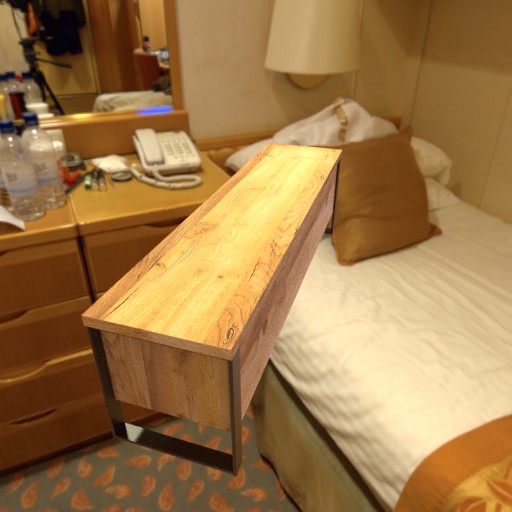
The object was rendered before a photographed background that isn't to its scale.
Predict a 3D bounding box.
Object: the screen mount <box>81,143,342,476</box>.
[{"bbox_3d":[0.000,0.000,1.734,0.395,0.450,1.524,9,31,16],"label":"screen mount"}]
